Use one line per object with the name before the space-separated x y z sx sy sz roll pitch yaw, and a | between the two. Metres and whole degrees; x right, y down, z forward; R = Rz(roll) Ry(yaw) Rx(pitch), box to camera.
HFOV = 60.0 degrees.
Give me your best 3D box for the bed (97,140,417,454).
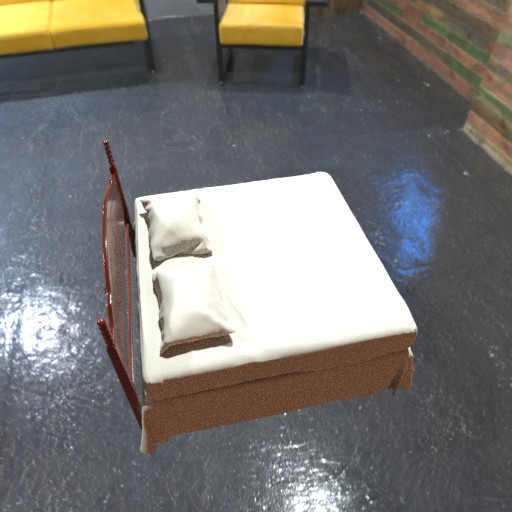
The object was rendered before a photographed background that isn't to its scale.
bed | 0.000 0.000 3.682 2.219 1.355 2.322 -9 46 -9
